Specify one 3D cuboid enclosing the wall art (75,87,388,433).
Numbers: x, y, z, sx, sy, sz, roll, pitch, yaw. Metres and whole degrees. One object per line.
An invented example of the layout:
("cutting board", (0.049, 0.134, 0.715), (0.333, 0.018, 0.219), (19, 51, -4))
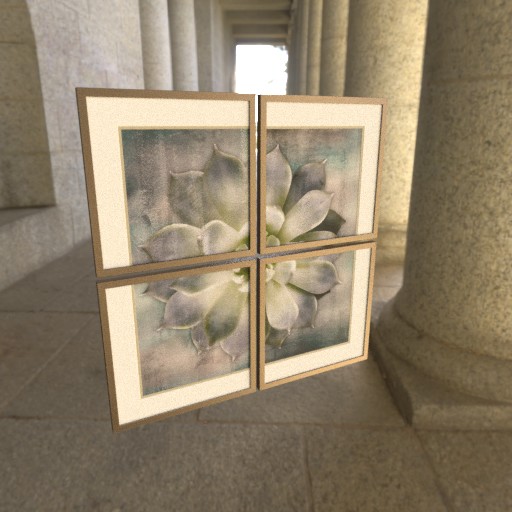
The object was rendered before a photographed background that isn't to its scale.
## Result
("wall art", (0.000, 0.000, 1.498), (1.032, 1.032, 0.030), (-8, 18, -26))
